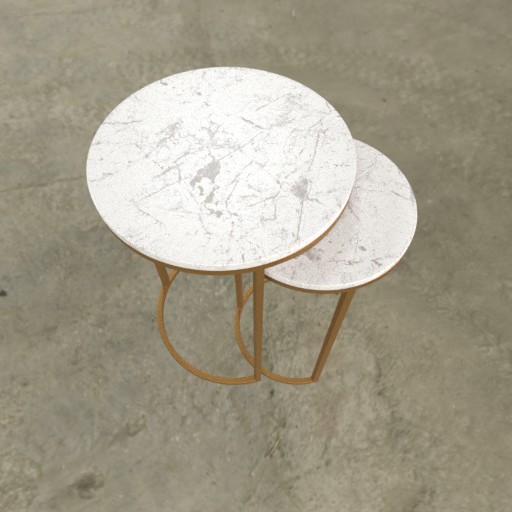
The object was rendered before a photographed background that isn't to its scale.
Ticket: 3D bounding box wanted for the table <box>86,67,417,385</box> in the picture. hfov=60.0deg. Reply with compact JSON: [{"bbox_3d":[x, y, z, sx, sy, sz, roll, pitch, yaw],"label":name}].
[{"bbox_3d":[0.000,0.000,0.890,0.507,0.550,0.400,16,60,9],"label":"table"}]
